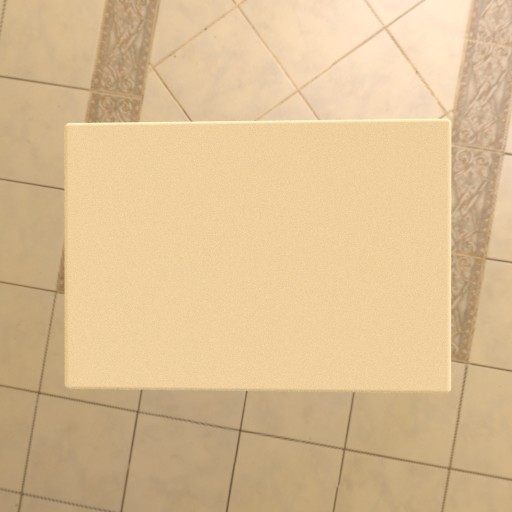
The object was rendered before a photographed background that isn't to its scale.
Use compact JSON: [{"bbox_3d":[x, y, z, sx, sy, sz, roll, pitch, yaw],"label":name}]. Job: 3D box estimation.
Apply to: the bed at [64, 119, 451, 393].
[{"bbox_3d":[0.000,0.000,2.481,1.927,0.616,1.348,0,90,2],"label":"bed"}]
